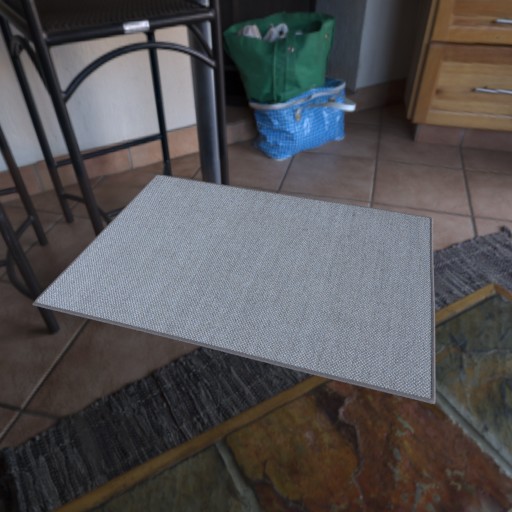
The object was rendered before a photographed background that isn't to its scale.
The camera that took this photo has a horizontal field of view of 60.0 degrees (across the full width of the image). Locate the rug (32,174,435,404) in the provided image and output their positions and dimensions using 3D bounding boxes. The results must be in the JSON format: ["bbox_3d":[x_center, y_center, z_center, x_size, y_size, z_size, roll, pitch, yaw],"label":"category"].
[{"bbox_3d":[0.000,0.000,2.751,2.115,0.013,1.517,11,41,13],"label":"rug"}]
